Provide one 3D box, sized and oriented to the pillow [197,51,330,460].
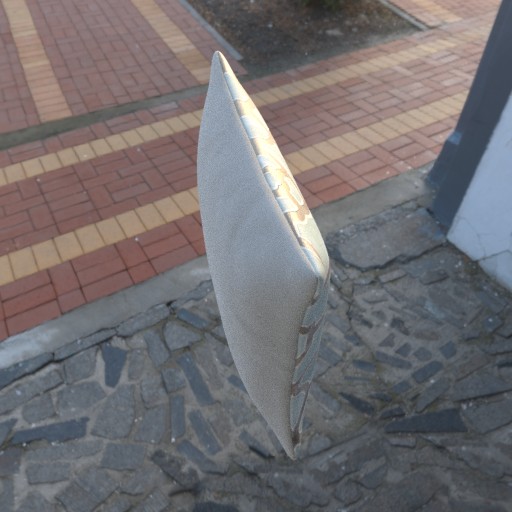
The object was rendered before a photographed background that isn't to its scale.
[{"bbox_3d":[0.000,0.000,0.795,0.166,0.508,0.552,-10,48,-9],"label":"pillow"}]
